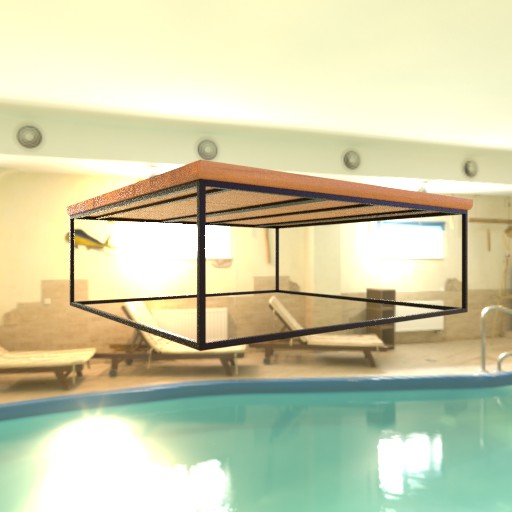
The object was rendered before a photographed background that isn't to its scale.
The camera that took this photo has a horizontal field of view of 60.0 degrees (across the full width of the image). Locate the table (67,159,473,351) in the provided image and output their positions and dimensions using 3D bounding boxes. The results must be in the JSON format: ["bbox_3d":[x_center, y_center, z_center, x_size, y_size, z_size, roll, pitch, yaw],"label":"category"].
[{"bbox_3d":[0.000,0.000,1.685,1.100,0.400,1.100,0,0,-36],"label":"table"}]
